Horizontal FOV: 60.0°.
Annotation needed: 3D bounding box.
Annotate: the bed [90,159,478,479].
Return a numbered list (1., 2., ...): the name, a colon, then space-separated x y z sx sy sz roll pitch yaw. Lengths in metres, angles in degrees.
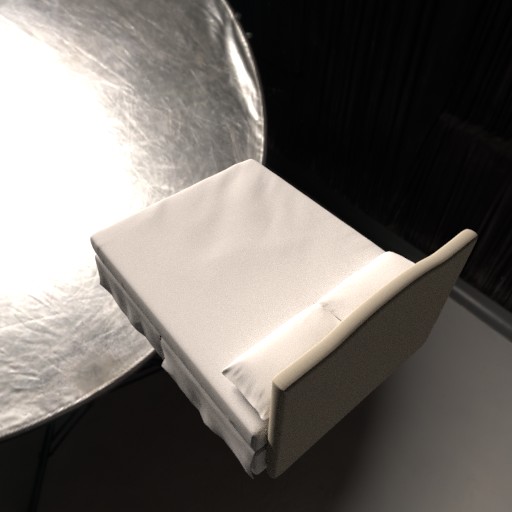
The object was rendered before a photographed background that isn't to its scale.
1. bed: 0.000 0.000 3.590 1.977 1.437 2.477 -31 54 -26
